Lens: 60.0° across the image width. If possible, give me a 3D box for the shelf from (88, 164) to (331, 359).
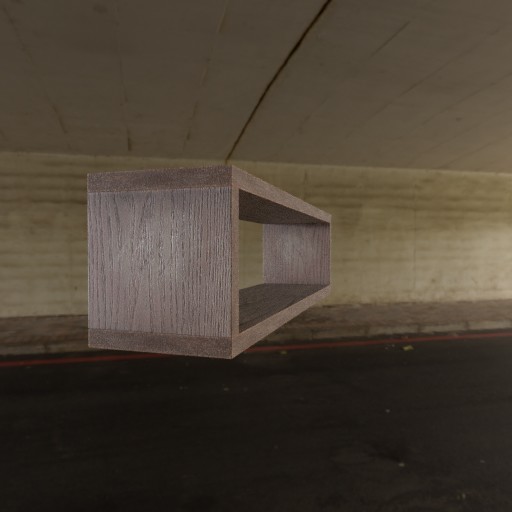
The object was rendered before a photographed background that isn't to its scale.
[{"bbox_3d":[0.000,0.000,0.700,0.150,0.170,0.610,0,1,18],"label":"shelf"}]
